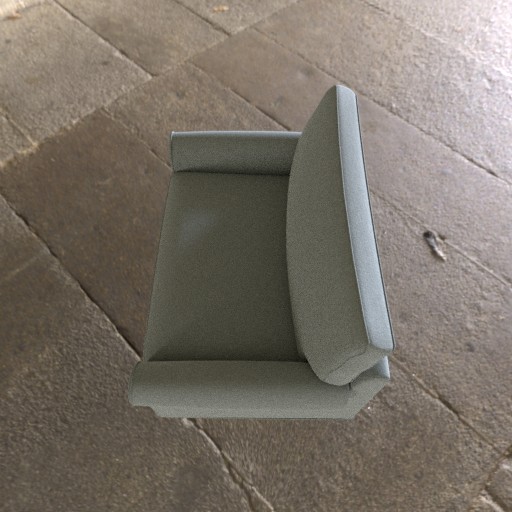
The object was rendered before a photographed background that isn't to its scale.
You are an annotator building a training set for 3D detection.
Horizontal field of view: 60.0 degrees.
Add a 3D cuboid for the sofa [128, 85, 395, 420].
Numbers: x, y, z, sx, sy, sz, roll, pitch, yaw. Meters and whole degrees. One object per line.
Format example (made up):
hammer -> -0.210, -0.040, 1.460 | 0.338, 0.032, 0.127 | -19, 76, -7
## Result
sofa -> 0.000, 0.000, 2.055 | 0.940, 0.953, 1.410 | 1, 58, 0
